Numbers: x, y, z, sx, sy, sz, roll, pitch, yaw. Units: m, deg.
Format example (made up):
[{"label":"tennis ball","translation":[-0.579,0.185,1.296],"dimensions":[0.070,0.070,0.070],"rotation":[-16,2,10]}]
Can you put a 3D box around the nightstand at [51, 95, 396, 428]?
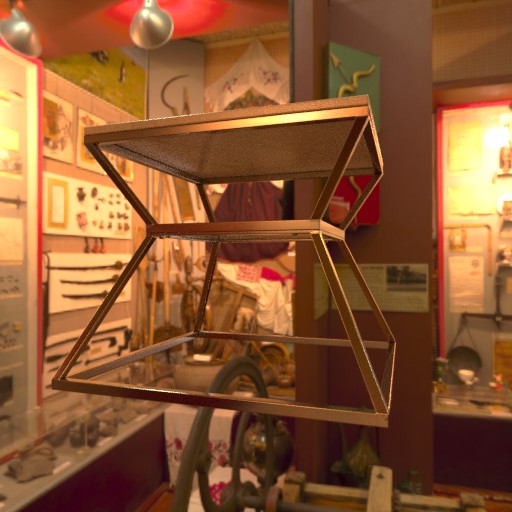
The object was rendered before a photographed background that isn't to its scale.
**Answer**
[{"label":"nightstand","translation":[0.000,0.000,0.867],"dimensions":[0.513,0.426,0.514],"rotation":[0,-1,18]}]
